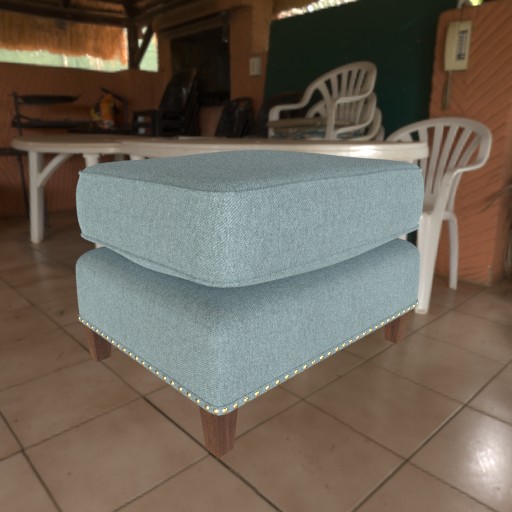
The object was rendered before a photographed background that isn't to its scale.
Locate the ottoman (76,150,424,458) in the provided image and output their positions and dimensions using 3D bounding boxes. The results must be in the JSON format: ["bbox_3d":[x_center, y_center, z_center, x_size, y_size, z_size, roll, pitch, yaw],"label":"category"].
[{"bbox_3d":[0.000,0.000,1.150,0.738,0.537,0.589,-15,22,-42],"label":"ottoman"}]
